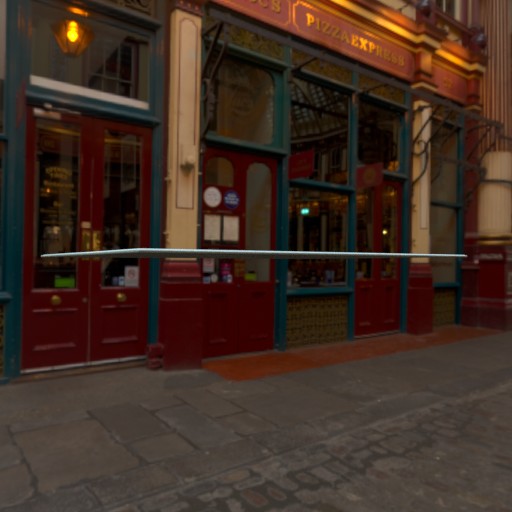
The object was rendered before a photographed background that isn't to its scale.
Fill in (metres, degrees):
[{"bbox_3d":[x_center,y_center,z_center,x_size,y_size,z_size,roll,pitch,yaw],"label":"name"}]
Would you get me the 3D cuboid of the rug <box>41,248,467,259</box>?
[{"bbox_3d":[0.000,0.000,2.822,2.205,0.014,1.589,1,-1,-37],"label":"rug"}]
